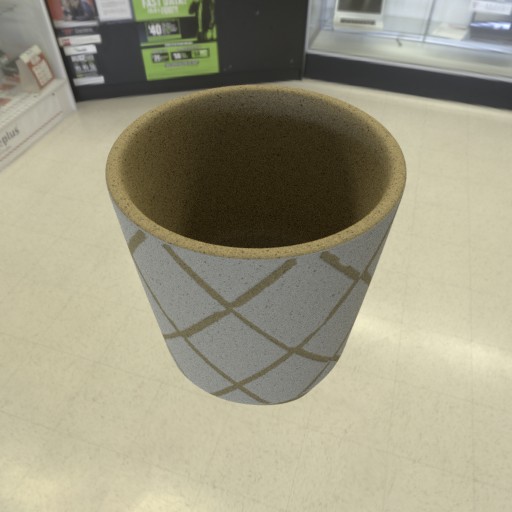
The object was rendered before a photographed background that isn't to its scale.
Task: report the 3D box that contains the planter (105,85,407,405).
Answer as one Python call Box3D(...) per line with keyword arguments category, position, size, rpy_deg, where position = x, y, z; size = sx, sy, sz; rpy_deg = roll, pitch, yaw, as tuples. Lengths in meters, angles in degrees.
Box3D(category="planter", position=(0.000, 0.000, 0.427), size=(0.228, 0.235, 0.228), rpy_deg=(0, 46, 0))
